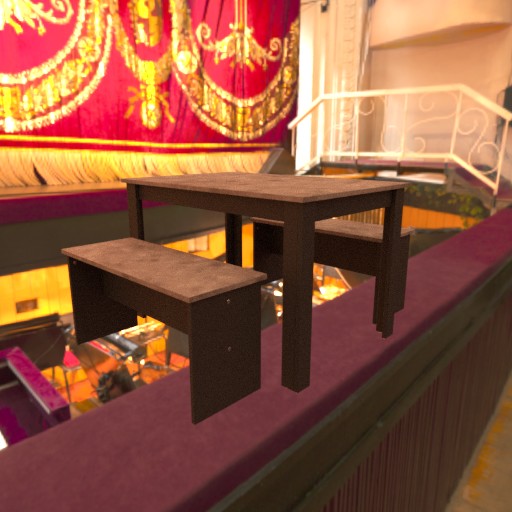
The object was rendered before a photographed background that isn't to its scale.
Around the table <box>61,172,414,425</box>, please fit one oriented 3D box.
[{"bbox_3d":[0.000,0.000,2.078,1.100,0.700,1.443,13,19,42],"label":"table"}]
